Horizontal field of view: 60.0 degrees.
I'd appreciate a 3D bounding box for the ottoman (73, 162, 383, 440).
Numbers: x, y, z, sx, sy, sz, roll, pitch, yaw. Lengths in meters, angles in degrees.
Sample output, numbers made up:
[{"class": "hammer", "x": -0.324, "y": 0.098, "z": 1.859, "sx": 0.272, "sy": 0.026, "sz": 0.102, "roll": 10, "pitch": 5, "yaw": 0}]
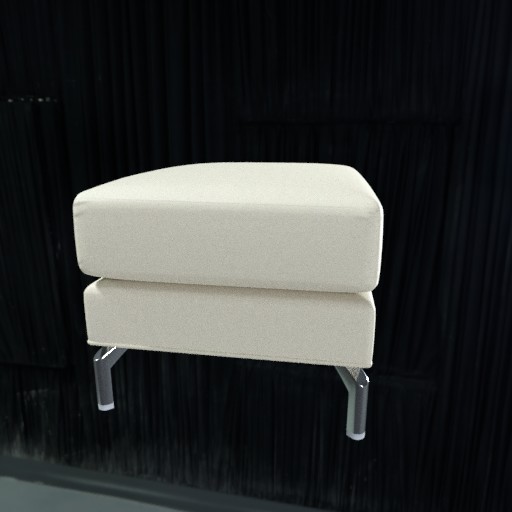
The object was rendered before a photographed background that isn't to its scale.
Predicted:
[{"class": "ottoman", "x": 0.000, "y": 0.000, "z": 1.220, "sx": 0.581, "sy": 0.497, "sz": 0.835, "roll": 3, "pitch": 15, "yaw": 9}]
